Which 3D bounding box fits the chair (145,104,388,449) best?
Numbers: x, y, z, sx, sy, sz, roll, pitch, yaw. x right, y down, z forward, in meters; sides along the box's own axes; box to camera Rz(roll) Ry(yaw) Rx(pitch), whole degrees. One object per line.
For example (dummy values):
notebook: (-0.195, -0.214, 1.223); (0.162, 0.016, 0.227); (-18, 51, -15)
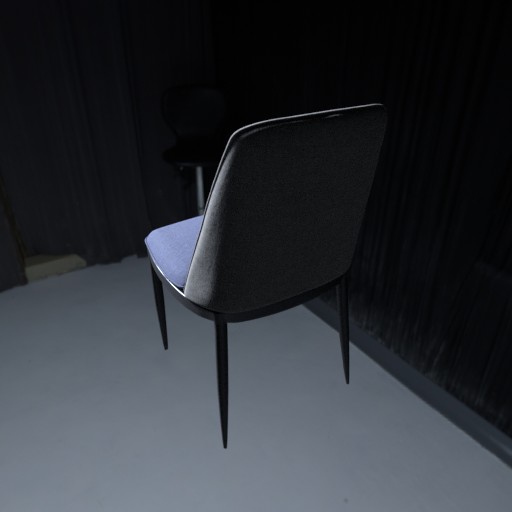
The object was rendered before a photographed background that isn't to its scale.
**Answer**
chair: (0.000, 0.000, 1.194); (0.488, 0.855, 0.550); (-17, 34, -27)
